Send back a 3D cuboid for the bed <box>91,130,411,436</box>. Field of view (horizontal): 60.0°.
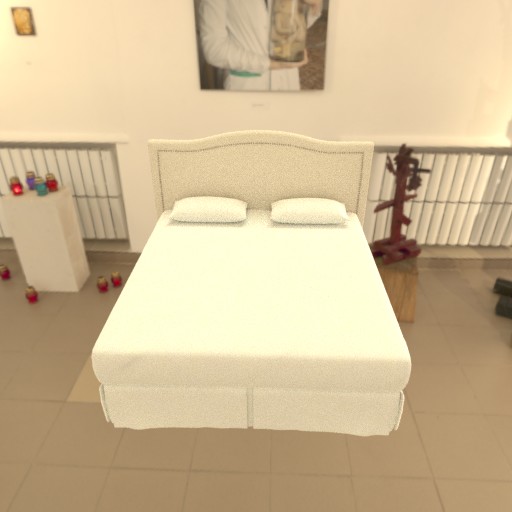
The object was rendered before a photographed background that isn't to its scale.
[{"bbox_3d":[0.000,0.000,3.479,2.083,1.421,2.182,1,30,2],"label":"bed"}]
